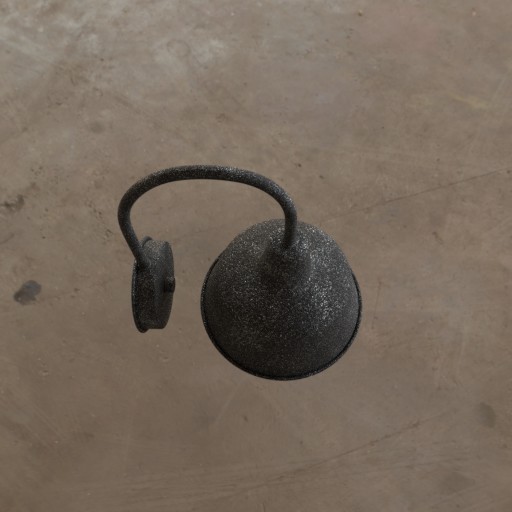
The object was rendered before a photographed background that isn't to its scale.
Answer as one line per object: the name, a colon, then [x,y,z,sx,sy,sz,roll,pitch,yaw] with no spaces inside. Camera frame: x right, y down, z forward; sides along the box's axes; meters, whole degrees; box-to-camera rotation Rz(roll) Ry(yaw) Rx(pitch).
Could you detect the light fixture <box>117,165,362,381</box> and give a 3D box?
light fixture: [0.000,0.000,0.485,0.283,0.300,0.216,2,63,1]
